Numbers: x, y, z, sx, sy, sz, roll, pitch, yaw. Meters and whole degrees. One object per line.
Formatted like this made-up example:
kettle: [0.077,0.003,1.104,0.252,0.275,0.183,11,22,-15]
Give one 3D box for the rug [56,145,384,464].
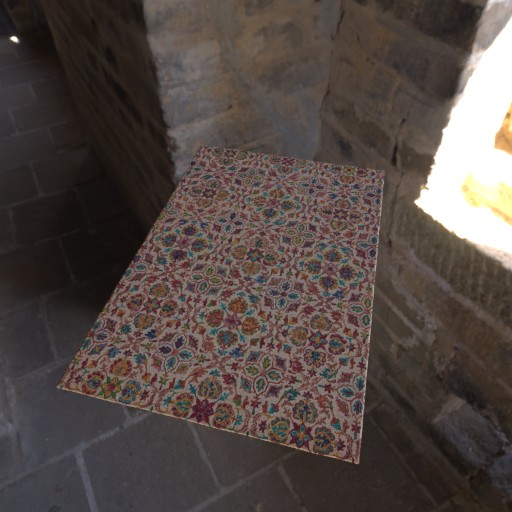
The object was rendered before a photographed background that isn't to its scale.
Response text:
rug: [0.000,0.000,2.906,1.541,0.018,2.297,10,48,10]
